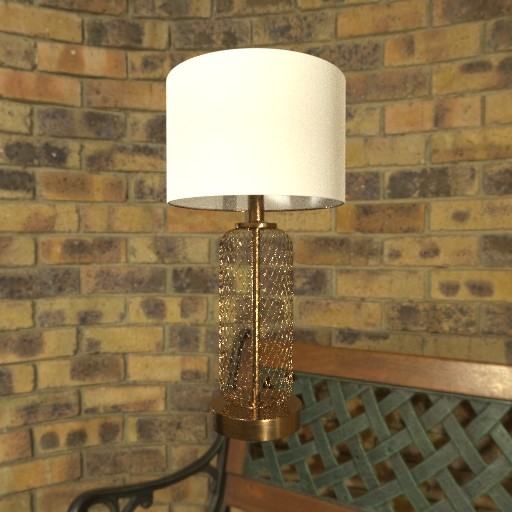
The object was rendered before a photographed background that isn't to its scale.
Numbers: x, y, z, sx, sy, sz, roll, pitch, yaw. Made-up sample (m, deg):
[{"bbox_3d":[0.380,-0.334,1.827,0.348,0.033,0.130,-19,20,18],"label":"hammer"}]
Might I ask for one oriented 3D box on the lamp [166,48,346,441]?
[{"bbox_3d":[0.000,0.000,0.640,0.252,0.483,0.252,0,1,-1],"label":"lamp"}]
